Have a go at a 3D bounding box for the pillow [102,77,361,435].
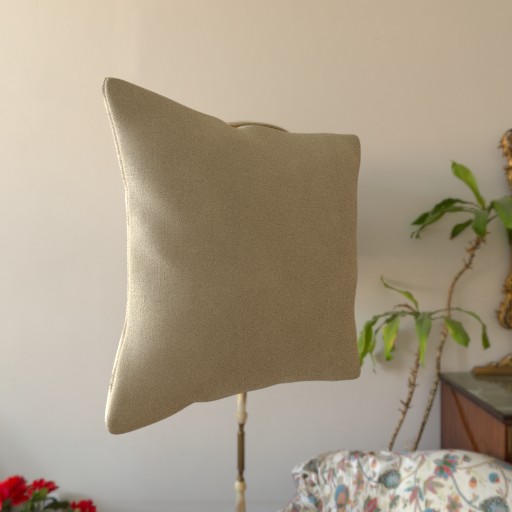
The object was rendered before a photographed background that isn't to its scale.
[{"bbox_3d":[0.000,0.000,0.640,0.437,0.420,0.162,0,0,-35],"label":"pillow"}]
